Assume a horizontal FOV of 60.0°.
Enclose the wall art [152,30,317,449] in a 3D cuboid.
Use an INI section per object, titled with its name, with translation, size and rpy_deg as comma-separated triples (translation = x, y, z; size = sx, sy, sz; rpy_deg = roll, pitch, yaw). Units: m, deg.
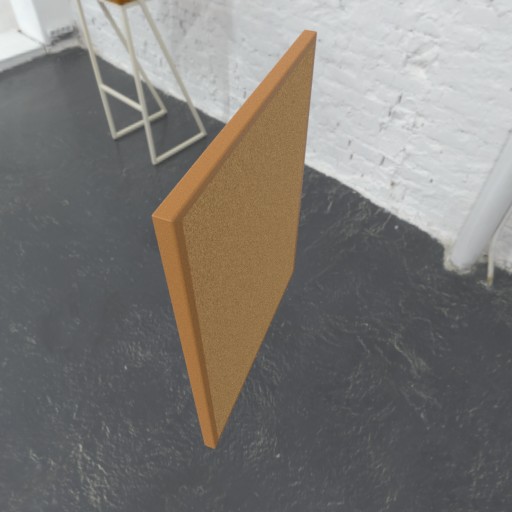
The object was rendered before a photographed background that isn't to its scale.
[wall art]
translation = 0.000, 0.000, 0.733
size = 0.022, 0.553, 0.452
rpy_deg = 16, 49, 14
